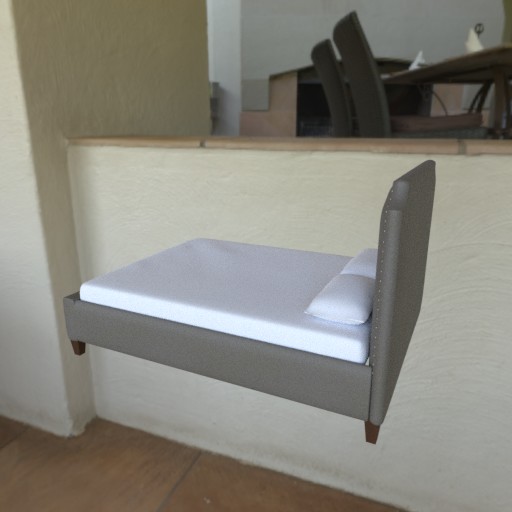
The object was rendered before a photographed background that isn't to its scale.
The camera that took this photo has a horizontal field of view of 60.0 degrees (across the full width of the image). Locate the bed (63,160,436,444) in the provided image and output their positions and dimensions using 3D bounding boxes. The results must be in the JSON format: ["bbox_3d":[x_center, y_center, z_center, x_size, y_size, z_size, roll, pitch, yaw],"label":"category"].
[{"bbox_3d":[0.000,0.000,3.412,2.372,1.443,1.712,8,18,25],"label":"bed"}]
